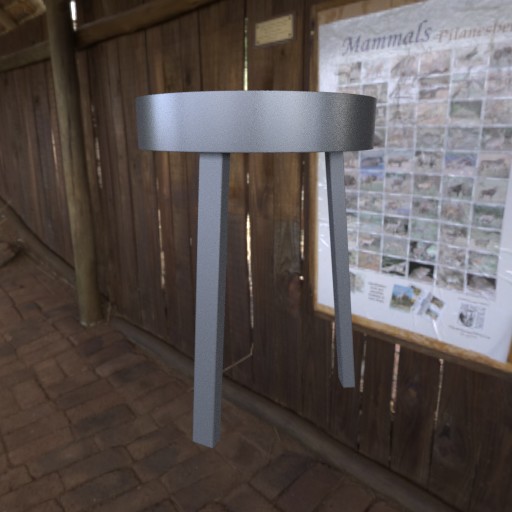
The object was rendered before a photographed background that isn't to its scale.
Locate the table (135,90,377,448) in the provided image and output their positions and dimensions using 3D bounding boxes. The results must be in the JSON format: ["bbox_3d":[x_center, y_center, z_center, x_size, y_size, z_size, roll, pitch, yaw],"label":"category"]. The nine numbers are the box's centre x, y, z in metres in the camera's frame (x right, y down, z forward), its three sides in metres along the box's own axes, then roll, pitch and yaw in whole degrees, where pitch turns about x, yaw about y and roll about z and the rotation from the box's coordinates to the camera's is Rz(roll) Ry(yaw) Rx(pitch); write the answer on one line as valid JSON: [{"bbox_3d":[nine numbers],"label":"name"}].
[{"bbox_3d":[0.000,0.000,0.845,0.406,0.559,0.406,0,16,0],"label":"table"}]
